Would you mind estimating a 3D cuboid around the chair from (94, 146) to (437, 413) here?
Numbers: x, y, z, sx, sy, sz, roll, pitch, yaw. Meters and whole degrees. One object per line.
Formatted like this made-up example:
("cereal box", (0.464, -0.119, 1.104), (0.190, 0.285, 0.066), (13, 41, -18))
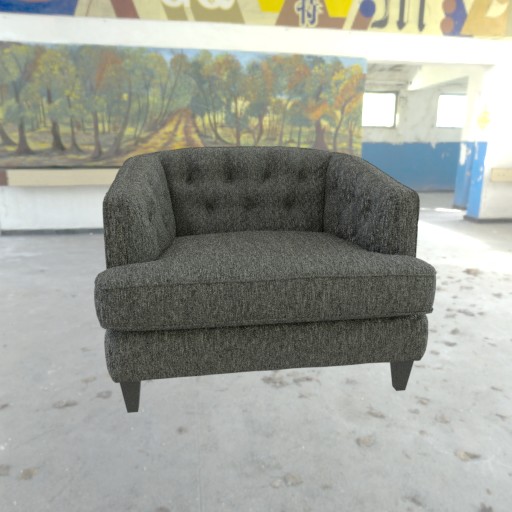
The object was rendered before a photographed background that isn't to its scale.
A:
("chair", (0.000, 0.000, 1.786), (1.104, 0.852, 0.941), (-2, 15, -8))
